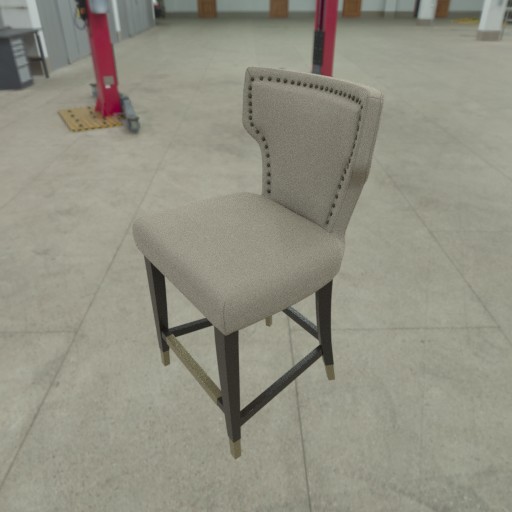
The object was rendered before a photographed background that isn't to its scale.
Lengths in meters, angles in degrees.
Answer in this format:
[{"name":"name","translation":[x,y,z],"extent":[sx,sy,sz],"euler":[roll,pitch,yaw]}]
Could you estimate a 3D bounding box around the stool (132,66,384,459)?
[{"name":"stool","translation":[0.000,0.000,1.338],"extent":[0.563,0.982,0.527],"euler":[-21,37,-30]}]
